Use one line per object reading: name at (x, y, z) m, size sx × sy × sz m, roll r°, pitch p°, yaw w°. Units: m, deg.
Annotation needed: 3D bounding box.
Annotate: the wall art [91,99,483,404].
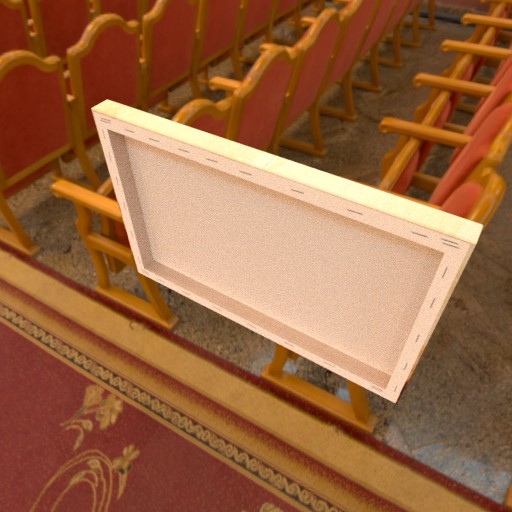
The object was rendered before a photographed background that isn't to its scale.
wall art at (0.000, 0.000, 0.772) m, size 0.613 × 0.402 × 0.040 m, roll 24°, pitch 50°, yaw 21°
